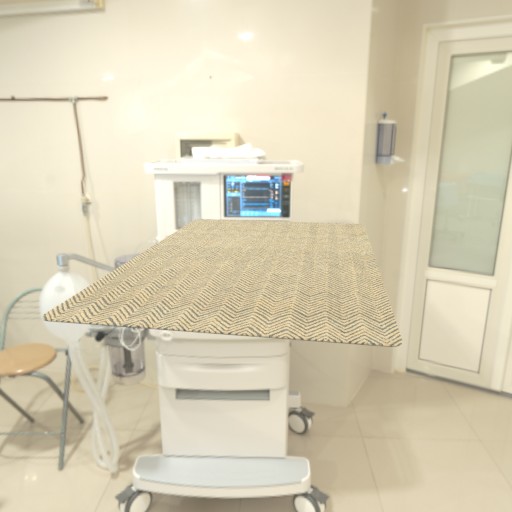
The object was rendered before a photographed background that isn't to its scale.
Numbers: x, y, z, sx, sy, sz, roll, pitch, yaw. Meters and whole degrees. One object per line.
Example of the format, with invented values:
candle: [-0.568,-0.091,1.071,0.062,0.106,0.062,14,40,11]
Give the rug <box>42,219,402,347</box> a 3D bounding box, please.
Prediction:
rug: [0.000,0.000,2.175,1.144,0.008,1.752,3,16,9]
